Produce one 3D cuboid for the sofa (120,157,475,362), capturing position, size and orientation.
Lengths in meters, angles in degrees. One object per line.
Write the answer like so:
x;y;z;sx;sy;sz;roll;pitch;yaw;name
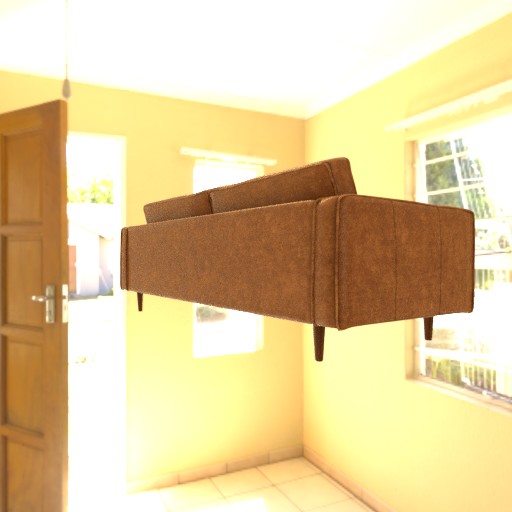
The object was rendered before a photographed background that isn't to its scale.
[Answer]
0.000;0.000;2.588;0.886;0.779;2.199;0;0;-36;sofa
